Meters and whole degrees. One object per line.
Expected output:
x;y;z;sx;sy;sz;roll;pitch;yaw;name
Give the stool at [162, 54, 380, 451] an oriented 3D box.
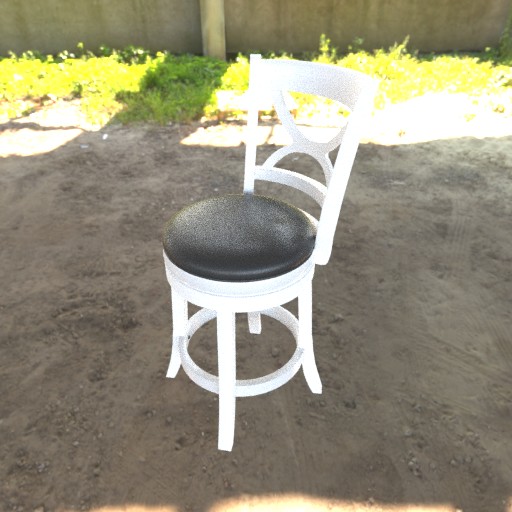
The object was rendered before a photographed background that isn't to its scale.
0.000;0.000;1.229;0.508;0.953;0.444;-22;39;-30;stool
